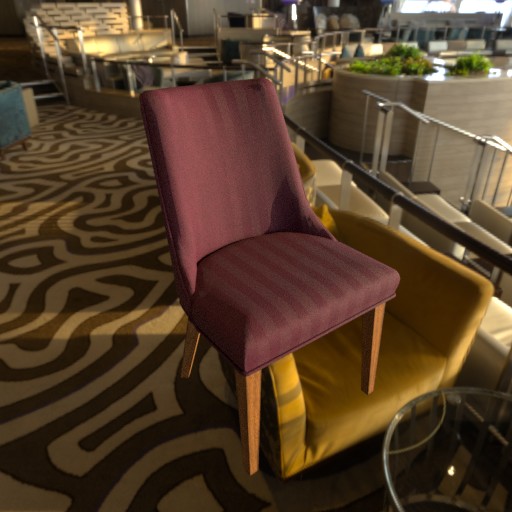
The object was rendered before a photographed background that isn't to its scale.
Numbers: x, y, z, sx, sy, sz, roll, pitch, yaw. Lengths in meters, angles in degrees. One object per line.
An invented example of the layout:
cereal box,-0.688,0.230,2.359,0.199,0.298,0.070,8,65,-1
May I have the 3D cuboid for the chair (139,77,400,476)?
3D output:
chair,0.000,0.000,1.317,0.548,0.916,0.638,-20,35,-31
